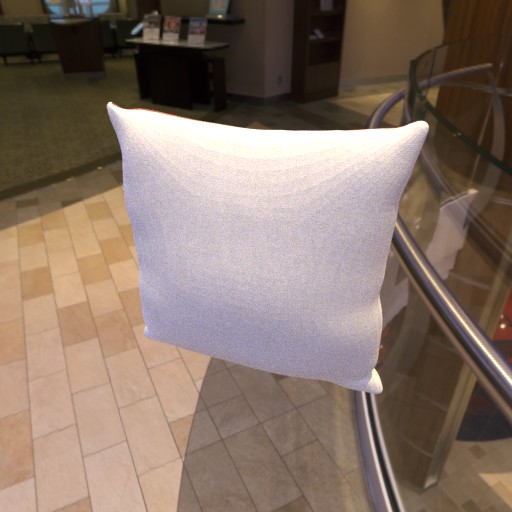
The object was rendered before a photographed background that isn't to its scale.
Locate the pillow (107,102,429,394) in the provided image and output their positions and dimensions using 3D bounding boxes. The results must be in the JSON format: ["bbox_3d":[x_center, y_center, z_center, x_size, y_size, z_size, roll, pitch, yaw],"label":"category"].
[{"bbox_3d":[0.000,0.000,0.678,0.440,0.441,0.182,9,33,15],"label":"pillow"}]
